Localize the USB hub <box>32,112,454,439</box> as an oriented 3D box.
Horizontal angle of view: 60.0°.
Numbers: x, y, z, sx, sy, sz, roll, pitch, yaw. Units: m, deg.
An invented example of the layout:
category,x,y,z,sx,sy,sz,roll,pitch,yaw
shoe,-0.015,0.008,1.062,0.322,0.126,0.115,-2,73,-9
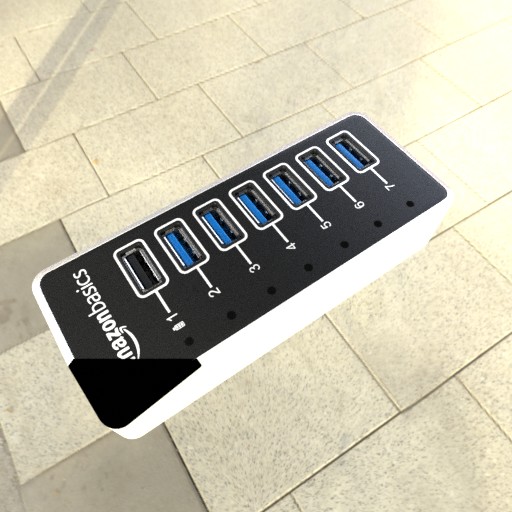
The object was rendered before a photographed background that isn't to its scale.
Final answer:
category,x,y,z,sx,sy,sz,roll,pitch,yaw
USB hub,0.000,0.000,0.127,0.110,0.023,0.044,-31,64,-17
